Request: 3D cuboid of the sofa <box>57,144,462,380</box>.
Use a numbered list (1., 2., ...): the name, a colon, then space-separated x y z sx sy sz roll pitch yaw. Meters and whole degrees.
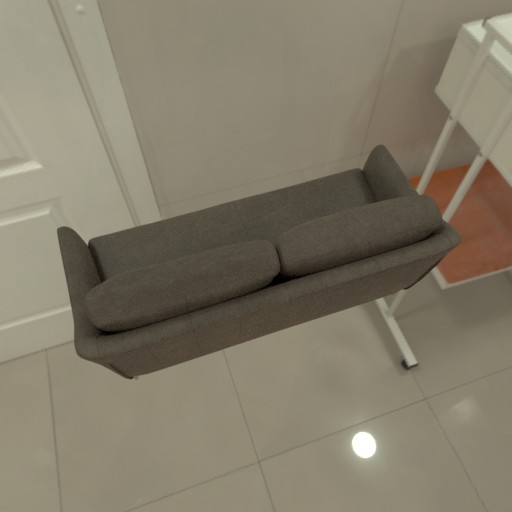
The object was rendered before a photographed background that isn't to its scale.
1. sofa: 0.000 0.000 2.518 2.036 0.902 0.960 -16 59 -10
